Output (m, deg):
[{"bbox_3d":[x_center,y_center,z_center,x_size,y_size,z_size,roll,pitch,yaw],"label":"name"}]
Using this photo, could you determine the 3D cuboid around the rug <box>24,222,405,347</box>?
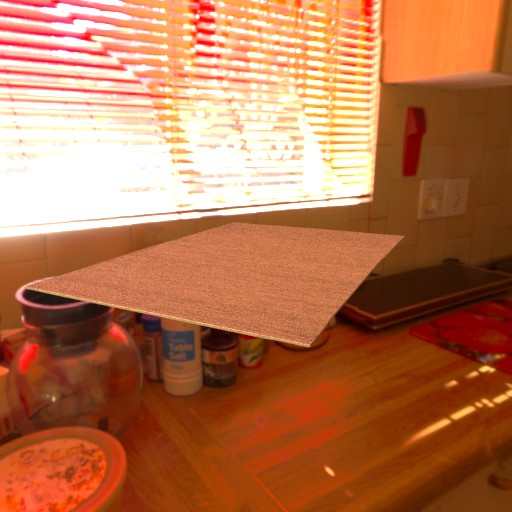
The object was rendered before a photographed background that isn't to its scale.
[{"bbox_3d":[0.000,0.000,3.029,1.616,0.030,2.338,7,15,26],"label":"rug"}]
